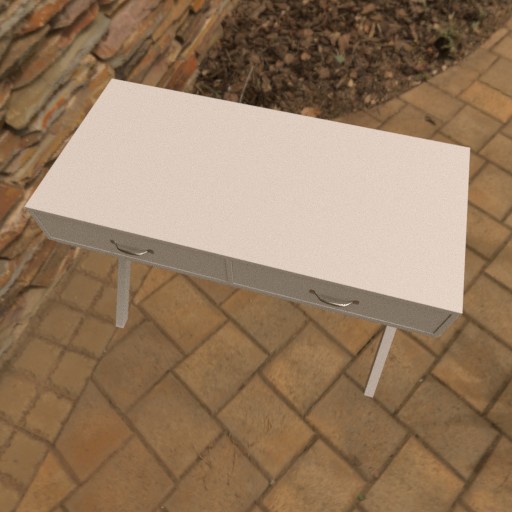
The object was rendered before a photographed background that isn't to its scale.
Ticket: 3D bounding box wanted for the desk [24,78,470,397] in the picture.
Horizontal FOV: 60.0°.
[{"bbox_3d":[0.000,0.000,1.480,1.057,0.780,0.525,14,60,8],"label":"desk"}]
